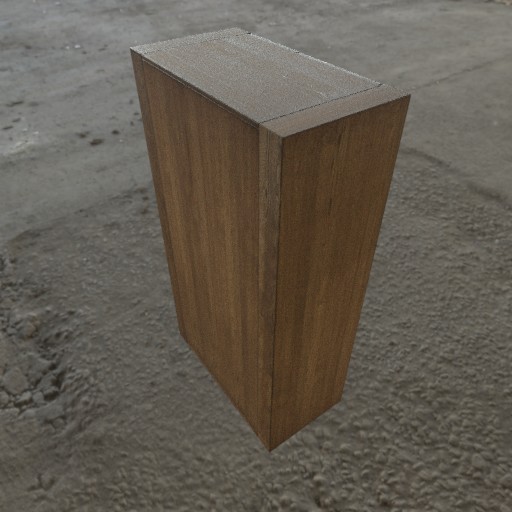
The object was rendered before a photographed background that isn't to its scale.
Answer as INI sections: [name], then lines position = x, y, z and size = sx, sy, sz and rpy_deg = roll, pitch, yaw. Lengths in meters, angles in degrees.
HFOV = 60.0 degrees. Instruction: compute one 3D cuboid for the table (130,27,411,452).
[table]
position = 0.000, 0.000, 2.432
size = 0.600, 2.000, 1.100
rpy_deg = -25, 47, -26
